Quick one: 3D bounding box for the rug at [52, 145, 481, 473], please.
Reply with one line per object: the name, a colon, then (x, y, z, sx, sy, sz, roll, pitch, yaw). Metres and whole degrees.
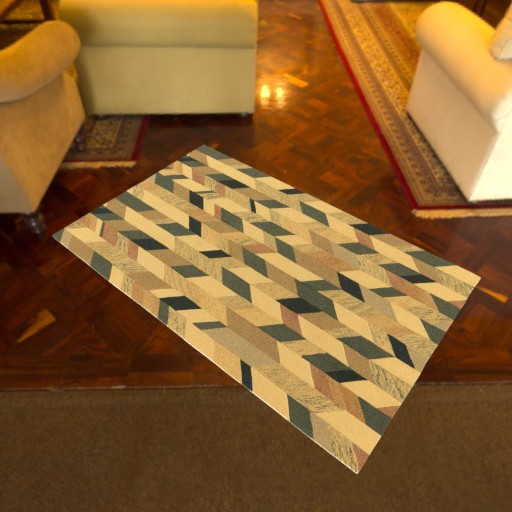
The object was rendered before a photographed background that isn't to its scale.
rug: (0.000, 0.000, 2.916, 2.423, 0.008, 1.513, 31, 53, 26)
